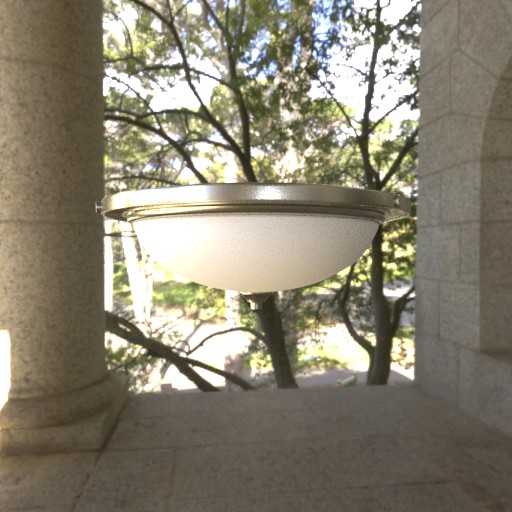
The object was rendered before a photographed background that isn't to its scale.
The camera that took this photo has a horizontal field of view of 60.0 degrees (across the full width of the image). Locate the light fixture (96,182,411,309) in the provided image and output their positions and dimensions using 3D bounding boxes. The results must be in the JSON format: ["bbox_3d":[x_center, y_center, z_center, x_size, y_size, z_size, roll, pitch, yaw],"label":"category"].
[{"bbox_3d":[0.000,0.000,0.547,0.361,0.130,0.361,0,0,0],"label":"light fixture"}]
